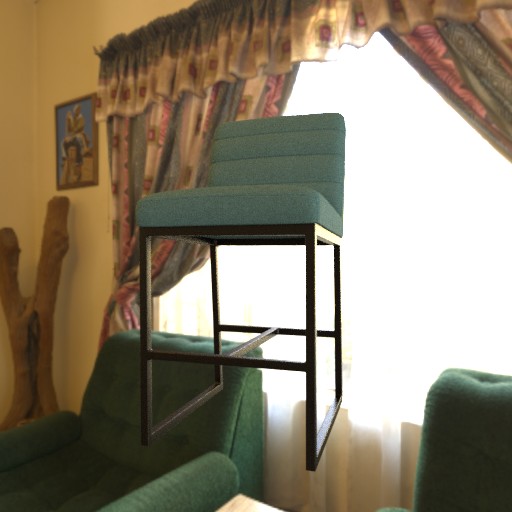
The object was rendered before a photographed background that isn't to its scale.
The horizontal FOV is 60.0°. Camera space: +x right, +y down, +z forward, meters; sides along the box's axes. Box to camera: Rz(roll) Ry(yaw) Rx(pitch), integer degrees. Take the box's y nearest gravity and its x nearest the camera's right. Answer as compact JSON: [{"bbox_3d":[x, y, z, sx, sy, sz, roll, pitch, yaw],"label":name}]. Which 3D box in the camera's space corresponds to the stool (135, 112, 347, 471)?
[{"bbox_3d":[0.000,0.000,1.275,0.460,0.940,0.560,0,0,18],"label":"stool"}]
